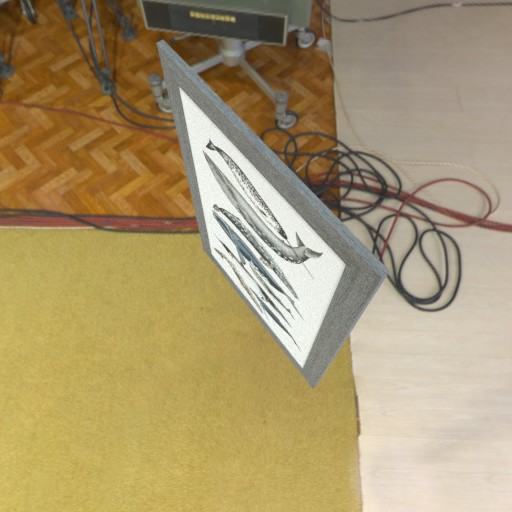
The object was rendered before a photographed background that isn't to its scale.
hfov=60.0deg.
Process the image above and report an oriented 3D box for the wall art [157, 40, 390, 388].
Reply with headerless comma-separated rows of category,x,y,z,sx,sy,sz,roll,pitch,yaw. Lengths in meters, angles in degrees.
wall art,0.000,0.000,1.403,0.020,1.070,0.768,-34,68,-16
